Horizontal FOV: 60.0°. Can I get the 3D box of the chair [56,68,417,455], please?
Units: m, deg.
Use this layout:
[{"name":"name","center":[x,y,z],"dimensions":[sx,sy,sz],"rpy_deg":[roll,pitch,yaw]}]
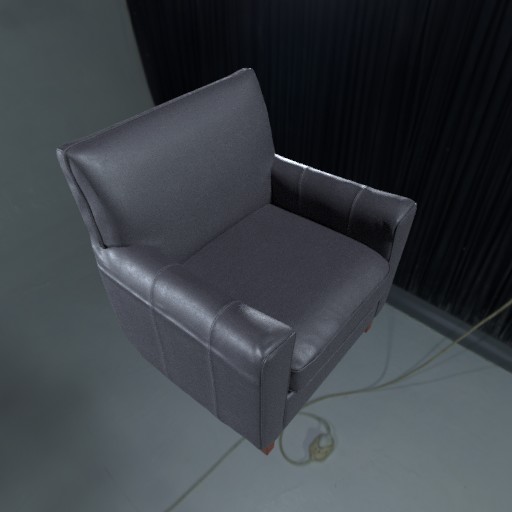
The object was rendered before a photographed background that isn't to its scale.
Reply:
[{"name":"chair","center":[0.000,0.000,1.586],"dimensions":[0.825,0.943,0.870],"rpy_deg":[29,50,28]}]
